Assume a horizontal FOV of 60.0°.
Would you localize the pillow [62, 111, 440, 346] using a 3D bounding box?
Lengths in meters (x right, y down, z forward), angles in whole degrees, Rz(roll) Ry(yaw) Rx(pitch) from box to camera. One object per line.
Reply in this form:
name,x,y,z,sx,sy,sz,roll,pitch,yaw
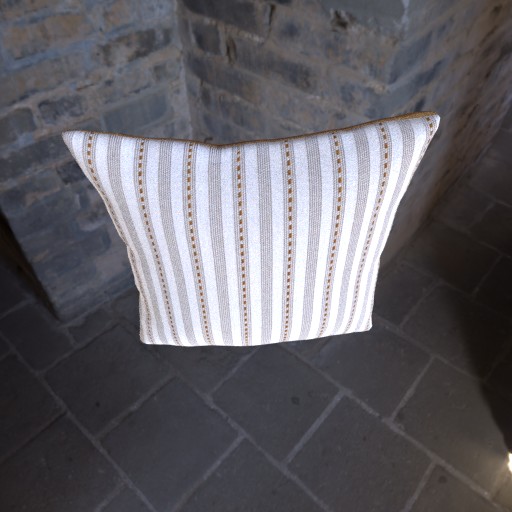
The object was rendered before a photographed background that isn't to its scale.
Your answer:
pillow,0.000,0.000,0.654,0.432,0.437,0.147,-4,47,-3
